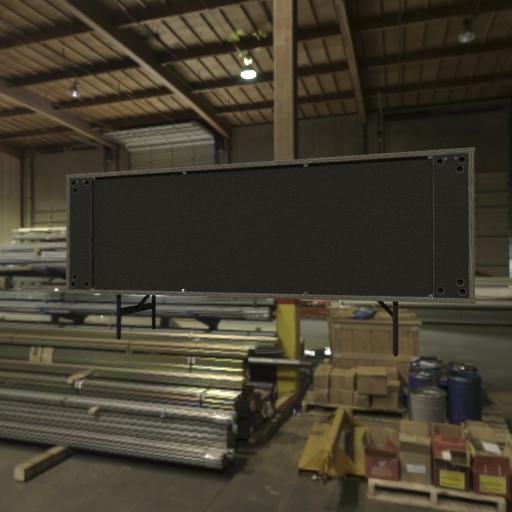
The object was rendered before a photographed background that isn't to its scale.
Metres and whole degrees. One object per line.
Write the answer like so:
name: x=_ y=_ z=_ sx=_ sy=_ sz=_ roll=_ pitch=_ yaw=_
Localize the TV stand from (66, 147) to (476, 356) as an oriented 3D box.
TV stand: x=0.000 y=0.000 z=2.079 sx=1.804 sy=0.787 sz=0.405 roll=0 pitch=-1 yaw=17
